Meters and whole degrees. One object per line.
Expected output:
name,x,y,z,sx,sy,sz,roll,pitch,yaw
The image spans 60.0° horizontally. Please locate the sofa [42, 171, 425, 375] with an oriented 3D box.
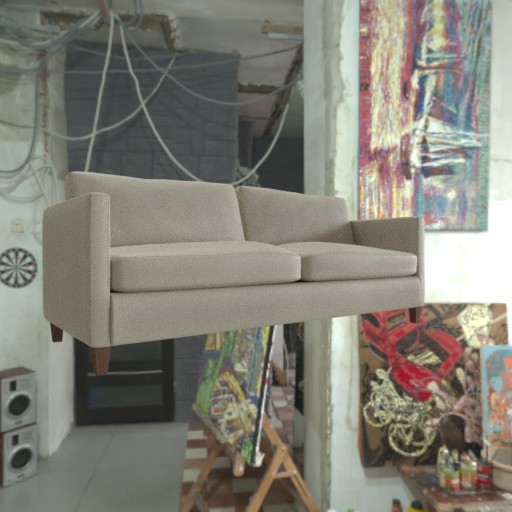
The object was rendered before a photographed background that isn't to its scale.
sofa,0.000,0.000,2.844,2.361,0.968,0.951,-1,1,-36
